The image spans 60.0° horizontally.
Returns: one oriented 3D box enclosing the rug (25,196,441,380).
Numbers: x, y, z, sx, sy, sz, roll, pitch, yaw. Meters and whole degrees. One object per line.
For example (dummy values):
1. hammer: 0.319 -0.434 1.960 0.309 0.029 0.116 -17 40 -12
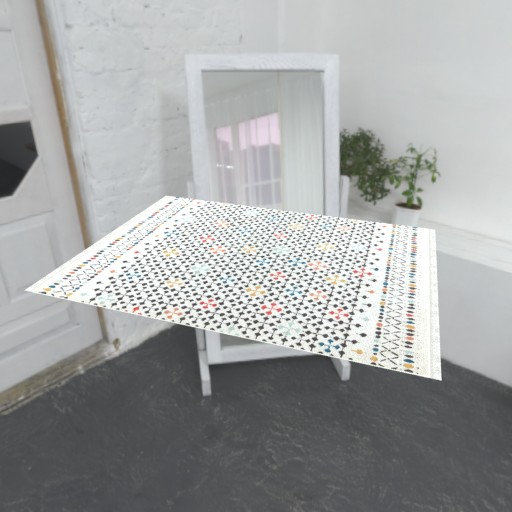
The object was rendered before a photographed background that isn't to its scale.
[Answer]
1. rug: 0.000 0.000 4.152 3.196 0.007 2.354 9 29 17
